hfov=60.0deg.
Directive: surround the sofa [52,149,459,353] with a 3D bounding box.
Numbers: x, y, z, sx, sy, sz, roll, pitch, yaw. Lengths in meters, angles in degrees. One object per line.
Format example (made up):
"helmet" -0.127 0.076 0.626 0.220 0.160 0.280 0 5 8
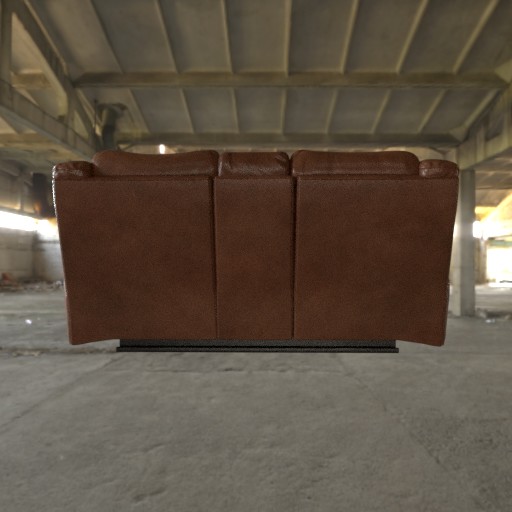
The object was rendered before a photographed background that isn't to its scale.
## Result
"sofa" 0.000 0.000 2.565 2.058 1.043 0.991 0 -1 1
